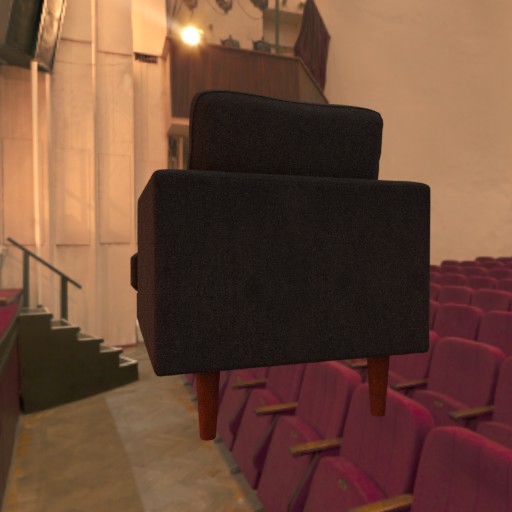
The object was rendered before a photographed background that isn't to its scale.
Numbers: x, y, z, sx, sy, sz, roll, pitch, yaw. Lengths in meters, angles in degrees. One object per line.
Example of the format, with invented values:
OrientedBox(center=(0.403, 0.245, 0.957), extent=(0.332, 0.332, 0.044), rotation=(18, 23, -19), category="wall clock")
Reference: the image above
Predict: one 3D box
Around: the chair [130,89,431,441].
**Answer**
OrientedBox(center=(0.000, 0.000, 1.621), extent=(0.858, 0.957, 0.899), rotation=(0, 2, -18), category="chair")
